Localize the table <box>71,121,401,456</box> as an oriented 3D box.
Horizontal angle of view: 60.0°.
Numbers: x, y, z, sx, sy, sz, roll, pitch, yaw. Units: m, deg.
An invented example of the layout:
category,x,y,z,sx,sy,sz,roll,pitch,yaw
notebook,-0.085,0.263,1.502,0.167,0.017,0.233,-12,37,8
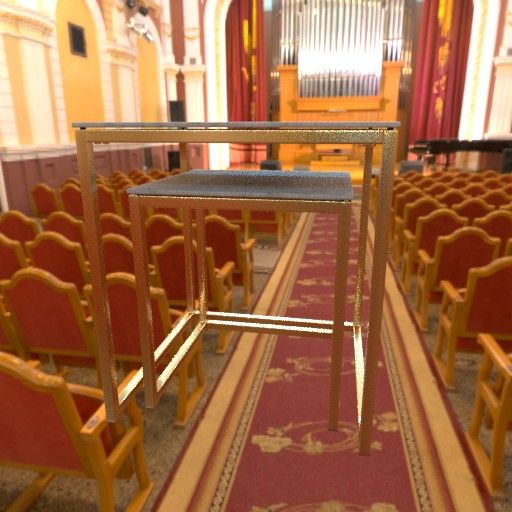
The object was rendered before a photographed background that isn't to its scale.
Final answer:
category,x,y,z,sx,sy,sz,roll,pitch,yaw
table,0.000,0.000,0.871,0.450,0.500,0.450,3,17,10
